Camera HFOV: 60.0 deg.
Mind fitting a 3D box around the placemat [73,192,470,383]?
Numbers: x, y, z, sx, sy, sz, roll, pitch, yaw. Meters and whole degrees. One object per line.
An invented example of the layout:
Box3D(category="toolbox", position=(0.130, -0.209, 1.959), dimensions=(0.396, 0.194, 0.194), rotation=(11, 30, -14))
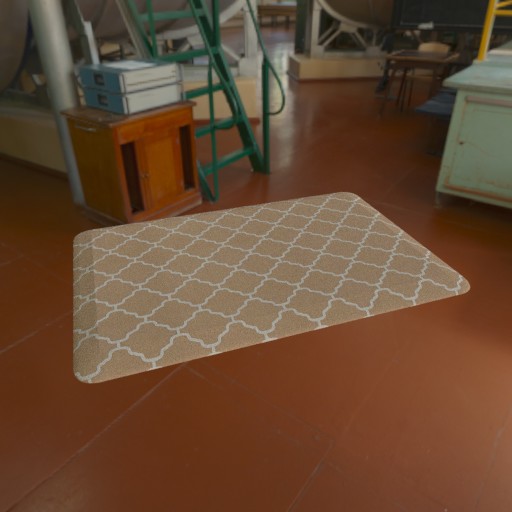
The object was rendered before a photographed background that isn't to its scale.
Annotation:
Box3D(category="placemat", position=(0.000, 0.000, 0.976), dimensions=(0.762, 0.021, 0.508), rotation=(-10, 34, -16))
